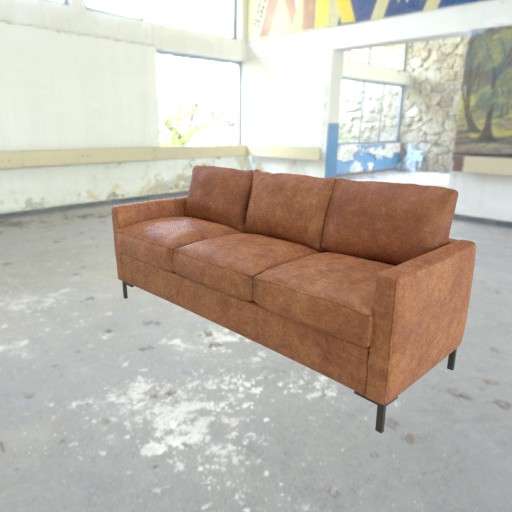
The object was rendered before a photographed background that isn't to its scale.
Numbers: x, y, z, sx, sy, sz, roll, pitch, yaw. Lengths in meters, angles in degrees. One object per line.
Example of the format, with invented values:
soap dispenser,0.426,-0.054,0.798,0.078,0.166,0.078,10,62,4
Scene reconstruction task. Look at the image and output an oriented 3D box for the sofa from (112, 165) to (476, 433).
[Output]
sofa,0.000,0.000,2.413,0.748,0.863,2.029,-15,22,-42
